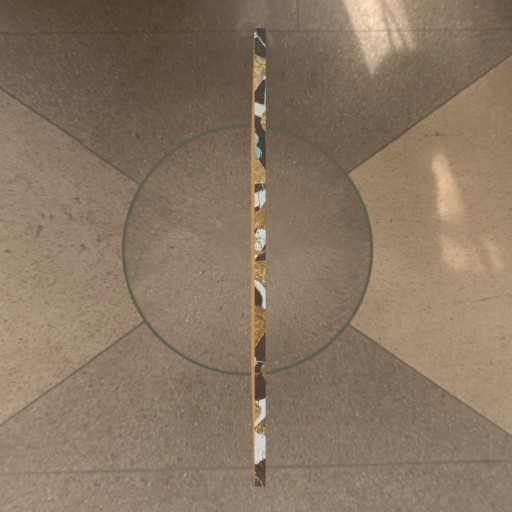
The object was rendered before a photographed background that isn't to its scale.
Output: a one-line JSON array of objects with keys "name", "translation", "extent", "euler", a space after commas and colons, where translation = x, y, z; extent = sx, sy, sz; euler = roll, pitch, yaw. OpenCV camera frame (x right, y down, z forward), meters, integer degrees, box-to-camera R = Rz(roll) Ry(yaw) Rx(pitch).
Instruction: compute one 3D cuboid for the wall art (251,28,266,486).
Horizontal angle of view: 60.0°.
[{"name": "wall art", "translation": [0.000, 0.000, 0.593], "extent": [0.010, 0.406, 0.404], "euler": [0, 91, -1]}]
